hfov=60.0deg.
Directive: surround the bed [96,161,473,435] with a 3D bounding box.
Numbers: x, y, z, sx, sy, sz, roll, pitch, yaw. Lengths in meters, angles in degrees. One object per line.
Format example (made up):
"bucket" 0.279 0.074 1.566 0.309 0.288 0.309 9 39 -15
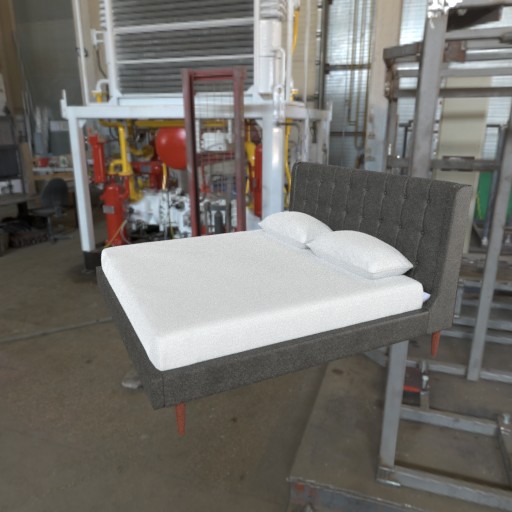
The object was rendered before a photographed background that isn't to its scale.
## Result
"bed" 0.000 0.000 3.239 2.031 1.158 1.903 -8 19 -25
